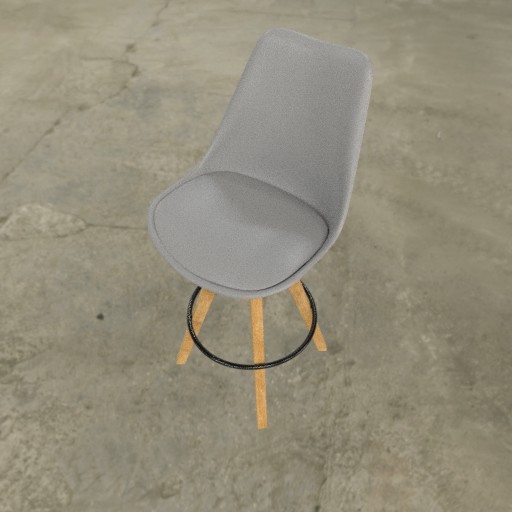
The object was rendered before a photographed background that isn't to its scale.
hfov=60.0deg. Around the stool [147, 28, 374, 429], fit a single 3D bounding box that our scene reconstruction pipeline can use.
[{"bbox_3d":[0.000,0.000,1.346,0.485,1.115,0.550,30,54,25],"label":"stool"}]
